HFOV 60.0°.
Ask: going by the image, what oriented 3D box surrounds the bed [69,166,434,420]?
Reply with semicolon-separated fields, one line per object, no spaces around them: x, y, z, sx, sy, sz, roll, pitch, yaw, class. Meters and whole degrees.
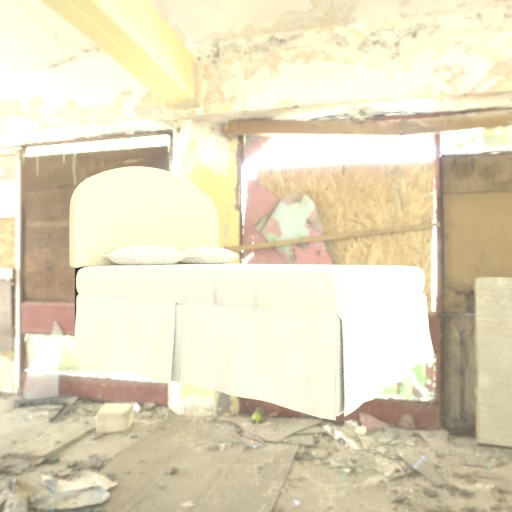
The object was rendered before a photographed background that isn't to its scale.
0.000;0.000;3.046;2.005;1.410;1.607;0;0;34;bed
